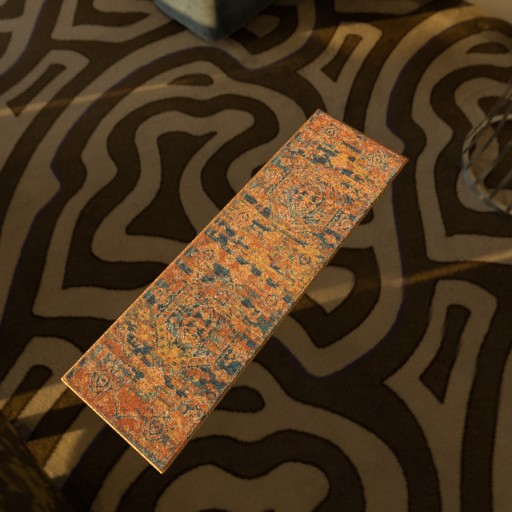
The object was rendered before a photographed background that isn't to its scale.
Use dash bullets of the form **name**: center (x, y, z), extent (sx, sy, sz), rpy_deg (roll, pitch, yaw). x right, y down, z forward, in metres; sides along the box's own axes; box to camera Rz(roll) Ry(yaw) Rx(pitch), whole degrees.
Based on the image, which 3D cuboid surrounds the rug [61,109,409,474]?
- **rug**: center (0.000, 0.000, 2.007), extent (0.556, 0.013, 1.820), rpy_deg (35, 69, 16)
